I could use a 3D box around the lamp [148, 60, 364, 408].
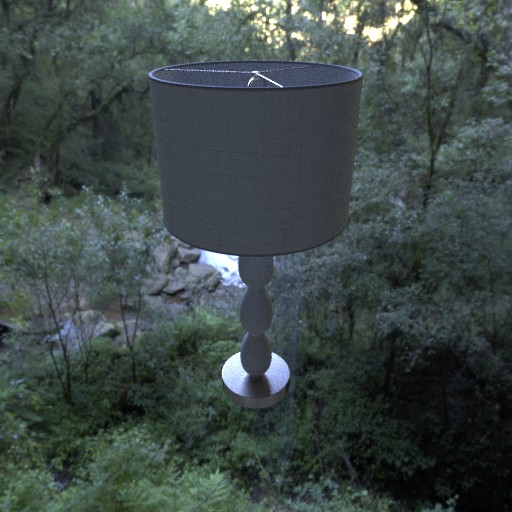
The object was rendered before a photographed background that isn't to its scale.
[{"bbox_3d":[0.000,0.000,0.722,0.280,0.559,0.282,8,30,14],"label":"lamp"}]
